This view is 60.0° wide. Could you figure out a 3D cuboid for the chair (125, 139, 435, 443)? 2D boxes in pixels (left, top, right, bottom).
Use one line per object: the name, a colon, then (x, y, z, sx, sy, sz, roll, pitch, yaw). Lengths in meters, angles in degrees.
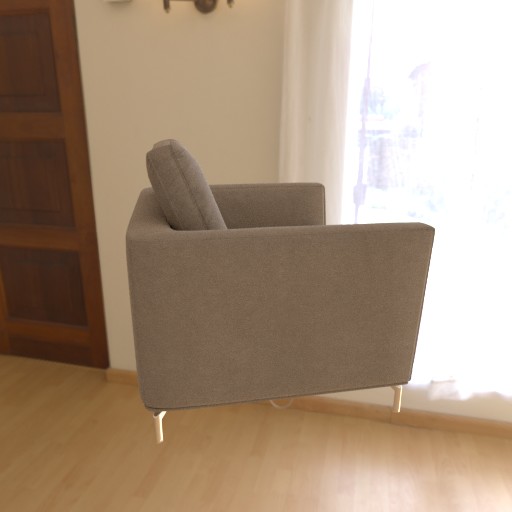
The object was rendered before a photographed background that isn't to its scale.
chair: (0.000, 0.000, 1.701, 0.889, 0.864, 1.041, -3, 17, -11)
